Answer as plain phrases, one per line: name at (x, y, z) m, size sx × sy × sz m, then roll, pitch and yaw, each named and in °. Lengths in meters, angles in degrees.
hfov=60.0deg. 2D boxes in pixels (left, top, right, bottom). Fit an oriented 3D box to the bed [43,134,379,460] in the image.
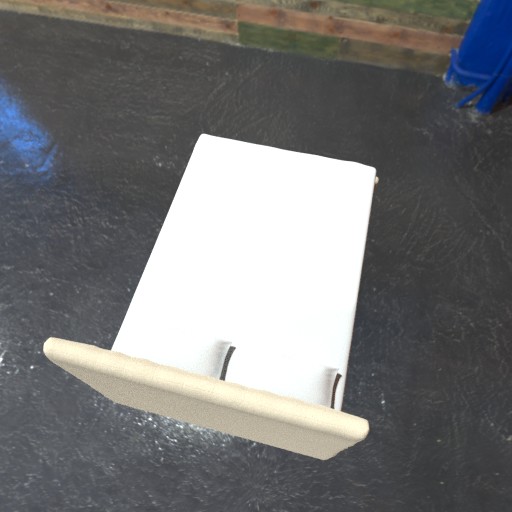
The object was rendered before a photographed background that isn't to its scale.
bed at (0.000, 0.000, 3.316) m, size 1.698 × 1.427 × 2.387 m, roll 13°, pitch 63°, yaw 7°
